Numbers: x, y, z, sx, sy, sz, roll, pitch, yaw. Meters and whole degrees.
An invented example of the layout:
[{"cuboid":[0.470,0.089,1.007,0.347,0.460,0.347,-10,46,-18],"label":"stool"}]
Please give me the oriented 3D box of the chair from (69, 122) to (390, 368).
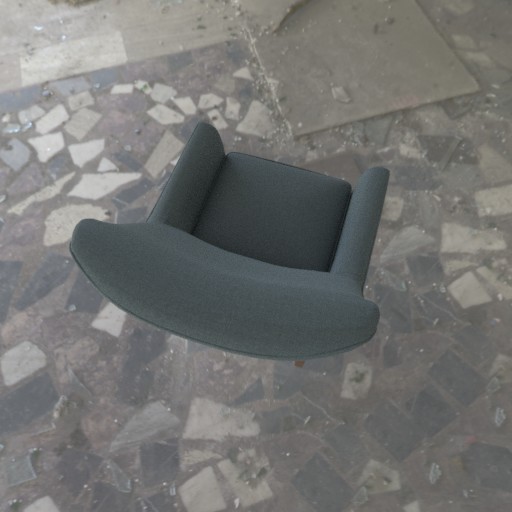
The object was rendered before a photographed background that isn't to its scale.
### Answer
[{"cuboid":[0.000,0.000,1.533,0.756,0.916,0.879,16,65,8],"label":"chair"}]
